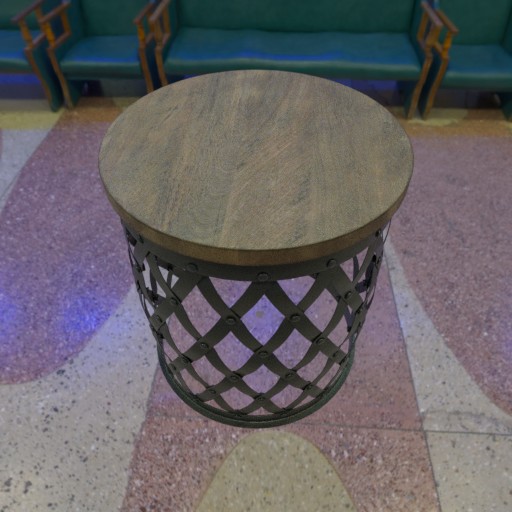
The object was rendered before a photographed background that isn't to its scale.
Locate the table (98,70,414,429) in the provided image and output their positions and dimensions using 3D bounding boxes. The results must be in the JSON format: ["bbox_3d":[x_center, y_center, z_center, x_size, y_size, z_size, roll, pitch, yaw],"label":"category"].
[{"bbox_3d":[0.000,0.000,0.748,0.405,0.454,0.405,0,47,0],"label":"table"}]
